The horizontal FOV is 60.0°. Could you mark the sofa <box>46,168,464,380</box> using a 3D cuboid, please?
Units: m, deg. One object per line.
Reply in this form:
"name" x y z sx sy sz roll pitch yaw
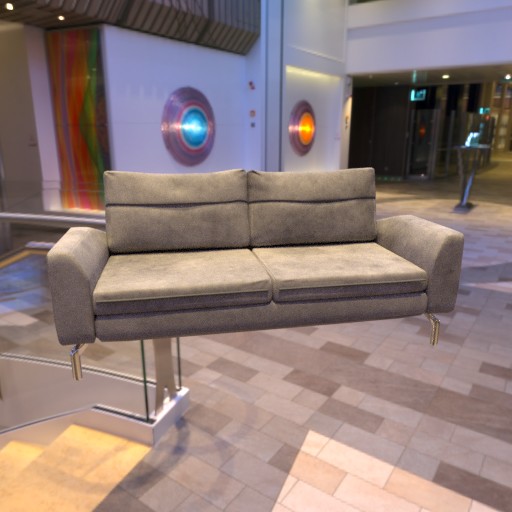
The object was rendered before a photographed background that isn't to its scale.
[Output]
"sofa" 0.000 0.000 2.320 1.837 0.859 0.849 -3 16 -11
